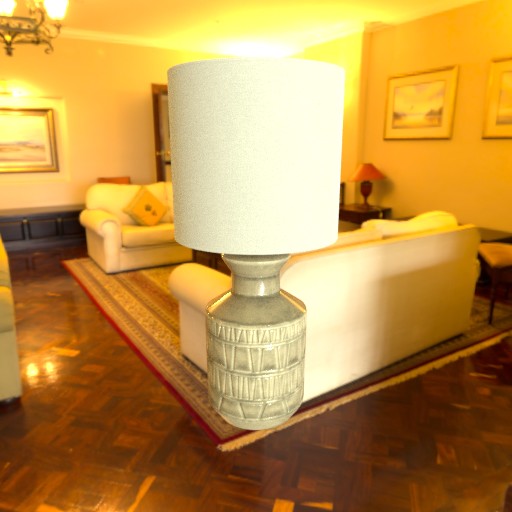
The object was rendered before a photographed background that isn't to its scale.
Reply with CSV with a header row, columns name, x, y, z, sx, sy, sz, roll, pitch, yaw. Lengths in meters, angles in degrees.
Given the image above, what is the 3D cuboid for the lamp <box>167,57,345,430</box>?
name,x,y,z,sx,sy,sz,roll,pitch,yaw
lamp,0.000,0.000,0.591,0.211,0.455,0.211,2,14,9
